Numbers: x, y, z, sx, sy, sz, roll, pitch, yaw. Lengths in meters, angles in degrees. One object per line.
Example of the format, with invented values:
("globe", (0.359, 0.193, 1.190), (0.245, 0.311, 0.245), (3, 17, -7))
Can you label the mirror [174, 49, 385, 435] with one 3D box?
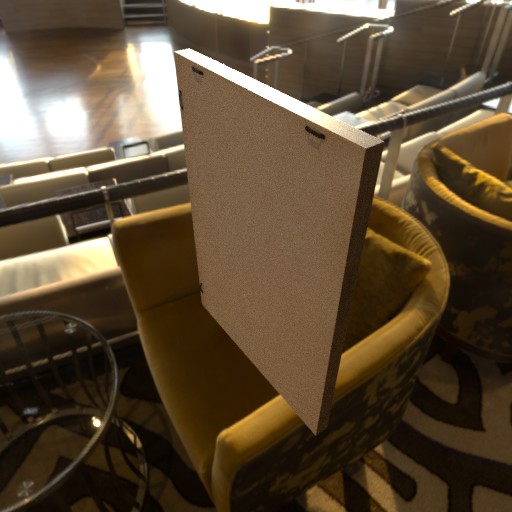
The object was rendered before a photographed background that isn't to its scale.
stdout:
("mirror", (0.000, 0.000, 0.943), (0.040, 0.710, 0.507), (-25, 46, -27))
